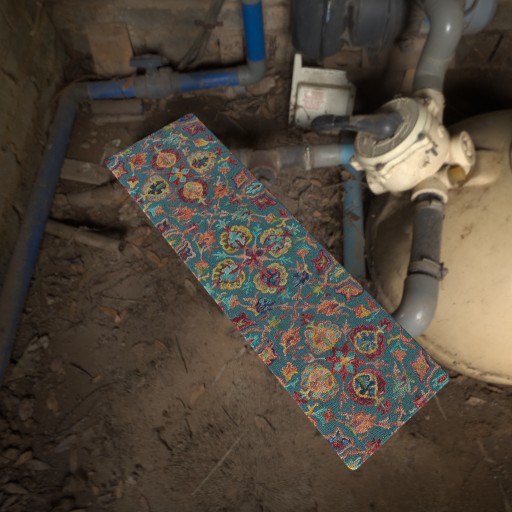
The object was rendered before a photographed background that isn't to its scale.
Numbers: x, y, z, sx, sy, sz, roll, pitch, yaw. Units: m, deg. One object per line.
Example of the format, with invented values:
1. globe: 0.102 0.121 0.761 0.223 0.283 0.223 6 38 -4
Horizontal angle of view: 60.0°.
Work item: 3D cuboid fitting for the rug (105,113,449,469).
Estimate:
1. rug: 0.000 0.000 2.525 0.686 0.013 2.286 -35 68 -16
